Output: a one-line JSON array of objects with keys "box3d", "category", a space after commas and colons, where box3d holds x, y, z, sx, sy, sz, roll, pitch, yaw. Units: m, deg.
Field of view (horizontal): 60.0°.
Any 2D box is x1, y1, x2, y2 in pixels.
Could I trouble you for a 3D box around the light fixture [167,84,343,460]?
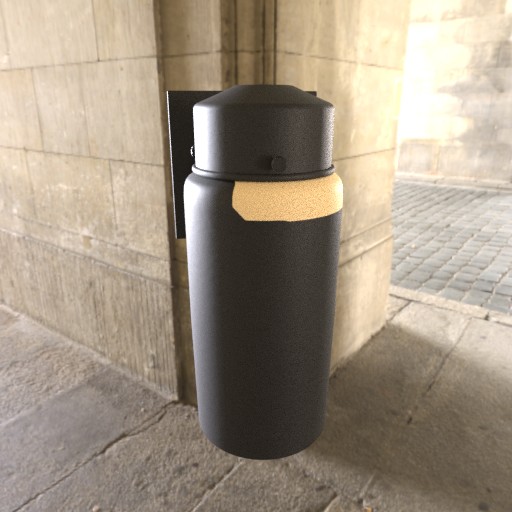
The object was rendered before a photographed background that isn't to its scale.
[{"box3d": [0.000, 0.000, 0.361, 0.130, 0.257, 0.176, -3, 19, -8], "category": "light fixture"}]
